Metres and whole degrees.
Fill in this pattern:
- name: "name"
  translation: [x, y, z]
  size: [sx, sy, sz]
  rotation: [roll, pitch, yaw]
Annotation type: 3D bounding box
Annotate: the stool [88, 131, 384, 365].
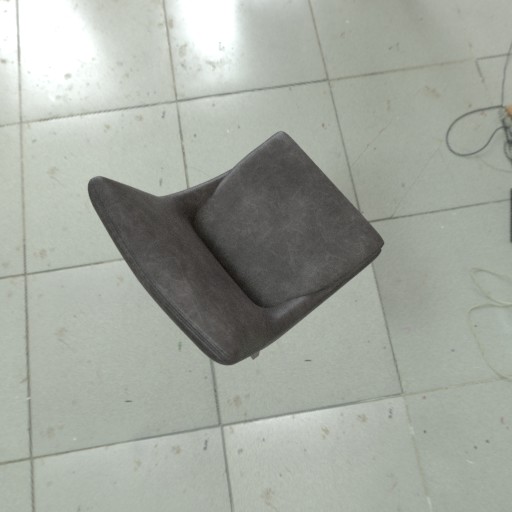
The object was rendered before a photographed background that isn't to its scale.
- name: "stool"
  translation: [0.000, 0.000, 1.397]
  size: [0.587, 1.046, 0.492]
  rotation: [-38, 78, -9]
